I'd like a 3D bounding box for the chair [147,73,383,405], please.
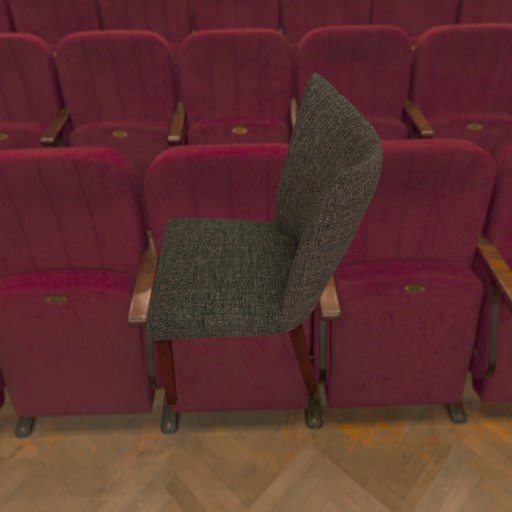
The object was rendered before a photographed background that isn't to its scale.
[{"bbox_3d":[0.000,0.000,1.369,0.623,0.924,0.535,-1,42,-1],"label":"chair"}]
